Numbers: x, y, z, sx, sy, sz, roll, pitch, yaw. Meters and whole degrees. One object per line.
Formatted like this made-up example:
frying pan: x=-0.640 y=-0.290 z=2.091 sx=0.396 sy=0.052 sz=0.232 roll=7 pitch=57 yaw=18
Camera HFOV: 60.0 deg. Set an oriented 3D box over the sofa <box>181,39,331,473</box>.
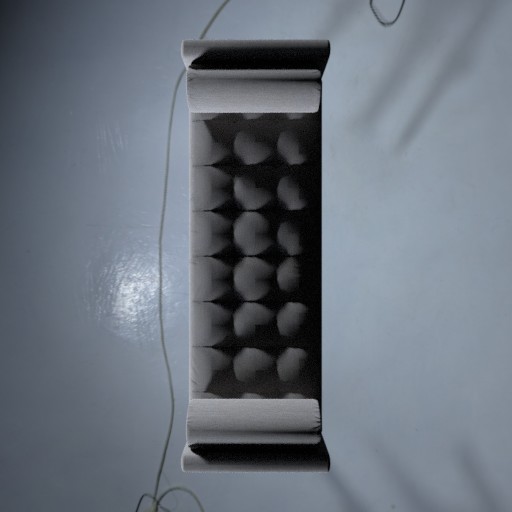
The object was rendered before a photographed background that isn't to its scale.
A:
sofa: x=0.000 y=0.000 z=2.316 sx=0.686 sy=0.635 sz=1.981 roll=0 pitch=90 yaw=0
